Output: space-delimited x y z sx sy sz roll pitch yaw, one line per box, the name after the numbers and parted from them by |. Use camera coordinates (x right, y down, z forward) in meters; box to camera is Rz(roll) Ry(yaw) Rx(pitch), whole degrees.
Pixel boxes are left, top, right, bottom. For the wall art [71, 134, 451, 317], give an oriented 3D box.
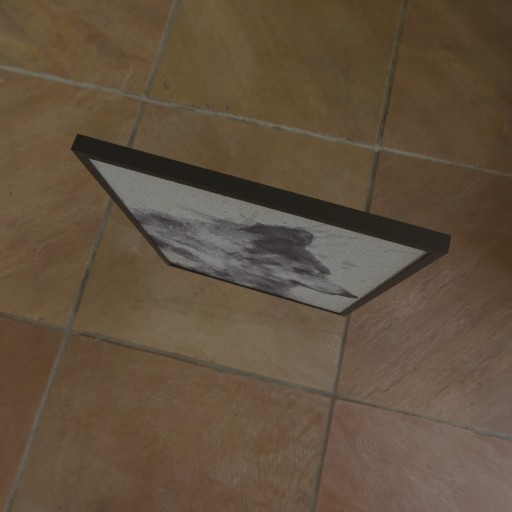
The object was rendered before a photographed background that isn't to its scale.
0.000 0.000 1.424 0.804 1.061 0.039 16 76 4 | wall art
